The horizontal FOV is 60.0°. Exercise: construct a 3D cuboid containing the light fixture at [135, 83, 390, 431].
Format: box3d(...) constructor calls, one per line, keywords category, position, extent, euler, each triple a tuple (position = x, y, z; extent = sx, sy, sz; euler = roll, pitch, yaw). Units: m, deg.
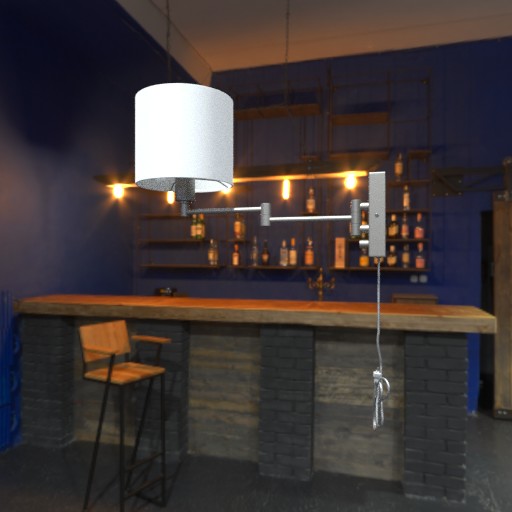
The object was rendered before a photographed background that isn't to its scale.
box3d(category="light fixture", position=(0.000, 0.000, 0.892), extent=(0.516, 0.651, 0.203), euler=(0, 0, 17))
